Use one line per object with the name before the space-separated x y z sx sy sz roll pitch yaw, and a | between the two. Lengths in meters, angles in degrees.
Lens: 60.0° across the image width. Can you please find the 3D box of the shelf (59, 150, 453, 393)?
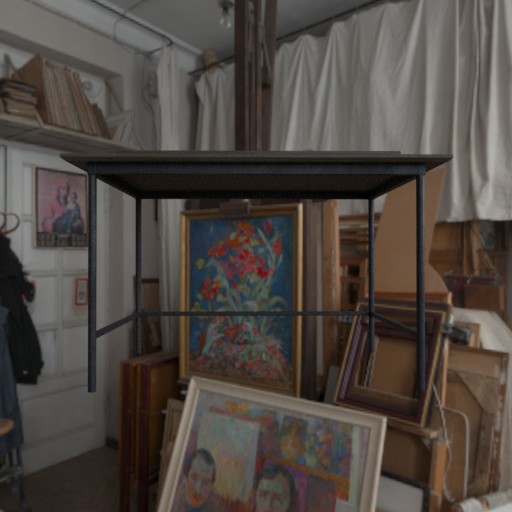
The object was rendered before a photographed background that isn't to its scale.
shelf | 0.000 0.000 1.706 1.212 0.865 0.685 0 0 -1
